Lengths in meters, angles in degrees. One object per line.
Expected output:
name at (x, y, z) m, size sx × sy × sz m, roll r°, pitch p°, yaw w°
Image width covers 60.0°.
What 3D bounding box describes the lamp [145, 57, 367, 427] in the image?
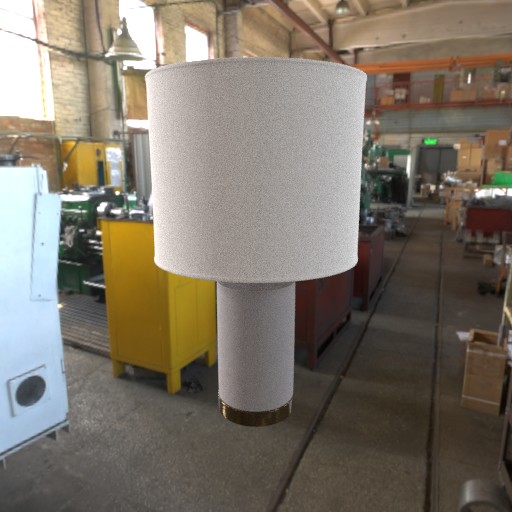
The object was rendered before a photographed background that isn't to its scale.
lamp at (0.000, 0.000, 0.511) m, size 0.229 × 0.380 × 0.229 m, roll 0°, pitch 12°, yaw 0°
